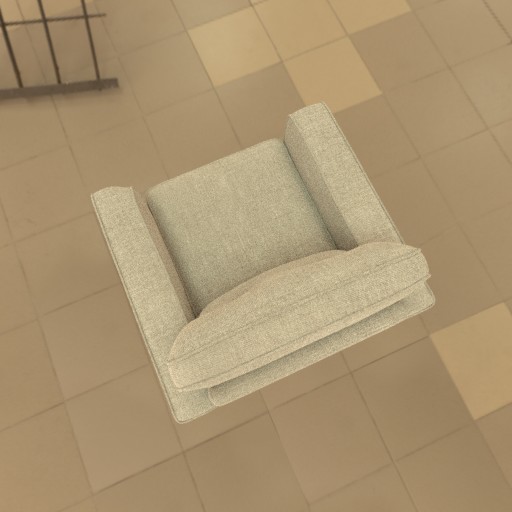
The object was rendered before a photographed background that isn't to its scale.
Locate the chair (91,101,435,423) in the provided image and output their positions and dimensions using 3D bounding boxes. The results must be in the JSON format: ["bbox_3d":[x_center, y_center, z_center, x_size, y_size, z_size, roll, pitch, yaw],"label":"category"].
[{"bbox_3d":[0.000,0.000,1.783,1.015,0.965,0.939,-23,76,-6],"label":"chair"}]
